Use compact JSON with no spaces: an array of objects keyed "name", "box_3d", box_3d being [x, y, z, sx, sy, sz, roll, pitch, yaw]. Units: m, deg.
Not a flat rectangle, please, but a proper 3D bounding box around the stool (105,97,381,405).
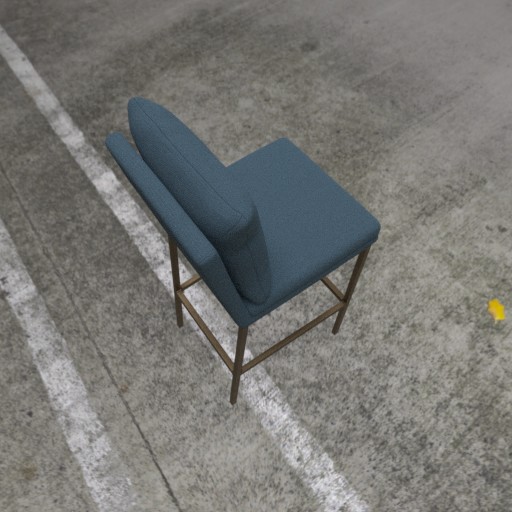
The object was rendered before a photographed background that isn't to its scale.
[{"name":"stool","box_3d":[0.000,0.000,1.422,0.568,1.124,0.463,-31,62,-19]}]
